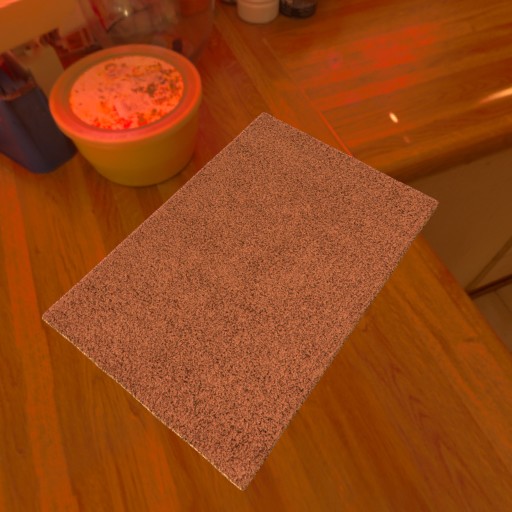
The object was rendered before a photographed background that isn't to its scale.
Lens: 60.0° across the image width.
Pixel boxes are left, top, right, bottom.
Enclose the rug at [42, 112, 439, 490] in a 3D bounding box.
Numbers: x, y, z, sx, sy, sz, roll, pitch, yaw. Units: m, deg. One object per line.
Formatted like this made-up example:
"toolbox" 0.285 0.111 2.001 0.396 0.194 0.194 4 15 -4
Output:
"rug" 0.000 0.000 2.284 1.219 0.030 1.778 33 64 18
